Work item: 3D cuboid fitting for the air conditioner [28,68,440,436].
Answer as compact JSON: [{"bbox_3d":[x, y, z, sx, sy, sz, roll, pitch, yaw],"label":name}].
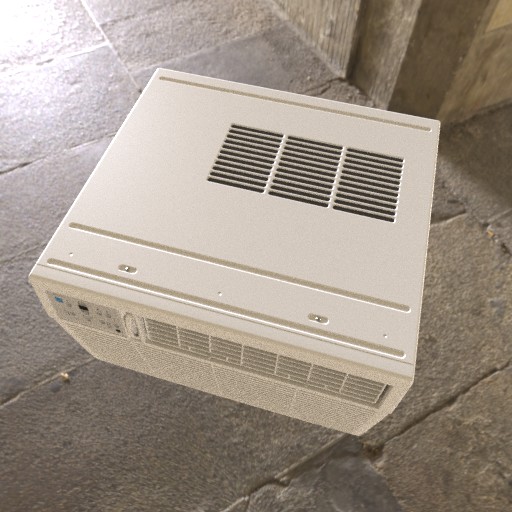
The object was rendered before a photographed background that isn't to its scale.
[{"bbox_3d":[0.000,0.000,1.030,0.645,0.455,0.599,14,60,8],"label":"air conditioner"}]
